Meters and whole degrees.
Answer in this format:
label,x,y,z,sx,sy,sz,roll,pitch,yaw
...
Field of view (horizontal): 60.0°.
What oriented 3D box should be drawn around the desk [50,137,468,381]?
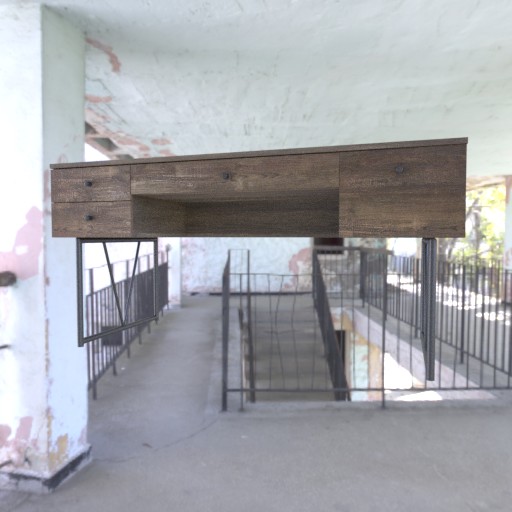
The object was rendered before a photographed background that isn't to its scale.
label,x,y,z,sx,sy,sz,roll,pitch,yaw
desk,0.000,0.000,1.955,1.600,0.780,0.730,1,3,18
